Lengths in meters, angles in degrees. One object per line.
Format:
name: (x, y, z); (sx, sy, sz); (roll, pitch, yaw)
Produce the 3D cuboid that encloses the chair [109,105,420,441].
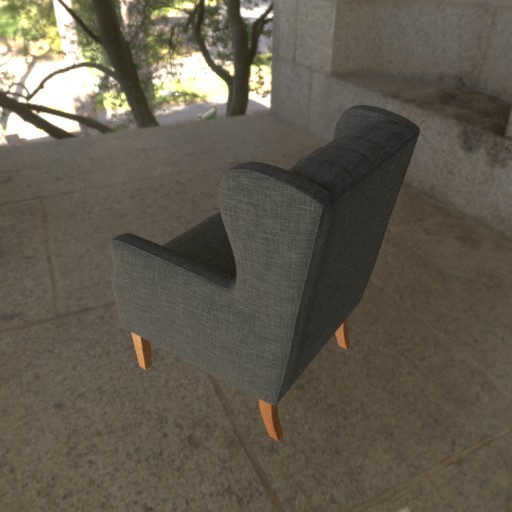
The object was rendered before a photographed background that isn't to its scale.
chair: (0.000, 0.000, 1.530); (0.775, 0.953, 0.711); (21, 39, 29)
